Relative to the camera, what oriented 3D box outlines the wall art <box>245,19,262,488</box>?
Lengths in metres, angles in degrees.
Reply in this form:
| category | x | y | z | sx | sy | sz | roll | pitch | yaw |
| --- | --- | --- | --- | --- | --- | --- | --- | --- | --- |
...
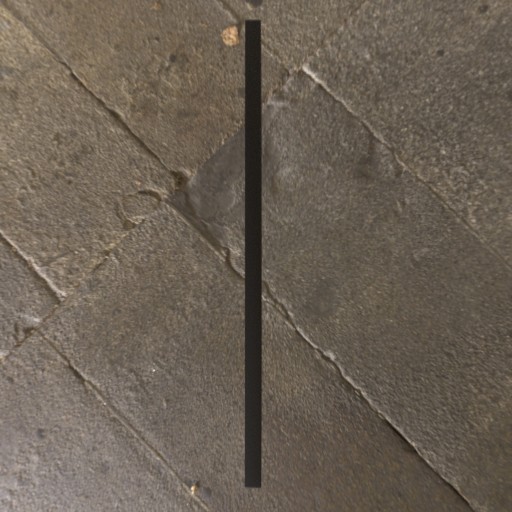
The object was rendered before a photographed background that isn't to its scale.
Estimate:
| category | x | y | z | sx | sy | sz | roll | pitch | yaw |
| --- | --- | --- | --- | --- | --- | --- | --- | --- | --- |
| wall art | 0.000 | 0.000 | 0.716 | 0.018 | 0.450 | 0.521 | 0 | 88 | 1 |
